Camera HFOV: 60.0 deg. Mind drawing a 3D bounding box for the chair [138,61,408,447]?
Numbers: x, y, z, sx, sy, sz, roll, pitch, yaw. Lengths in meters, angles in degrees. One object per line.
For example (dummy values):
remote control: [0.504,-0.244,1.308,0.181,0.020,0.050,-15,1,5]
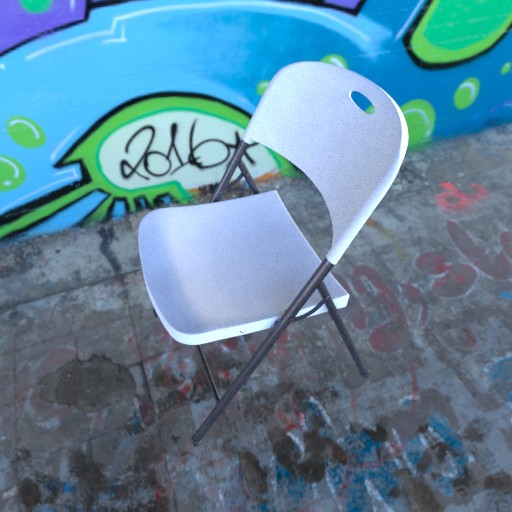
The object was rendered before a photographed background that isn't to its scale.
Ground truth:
chair: [0.000,0.000,1.138,0.566,0.810,0.494,-16,49,-15]
